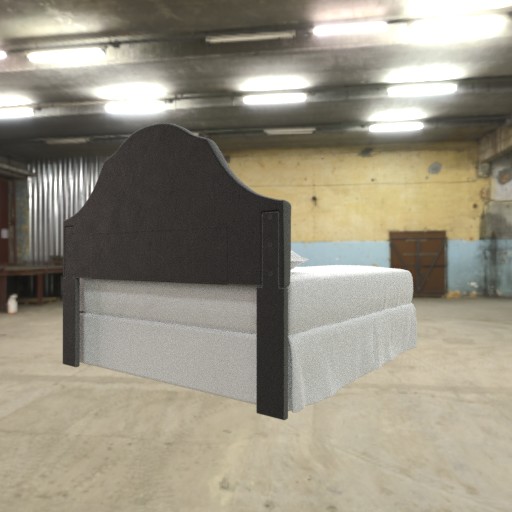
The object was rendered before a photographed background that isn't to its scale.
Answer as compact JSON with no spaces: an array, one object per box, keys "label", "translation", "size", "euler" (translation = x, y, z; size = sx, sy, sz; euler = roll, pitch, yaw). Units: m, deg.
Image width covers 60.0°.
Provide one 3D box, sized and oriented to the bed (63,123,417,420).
[{"label":"bed","translation":[0.000,0.000,3.622],"size":[2.008,1.615,2.214],"euler":[0,0,36]}]
